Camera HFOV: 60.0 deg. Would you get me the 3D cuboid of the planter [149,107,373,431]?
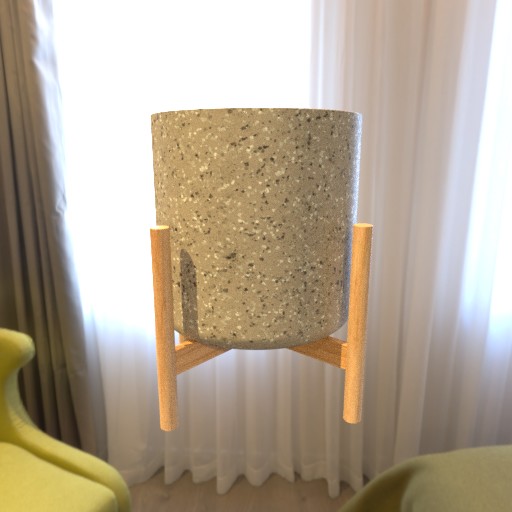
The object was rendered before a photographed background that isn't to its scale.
[{"bbox_3d":[0.000,0.000,0.698,0.360,0.419,0.360,-7,15,-25],"label":"planter"}]
